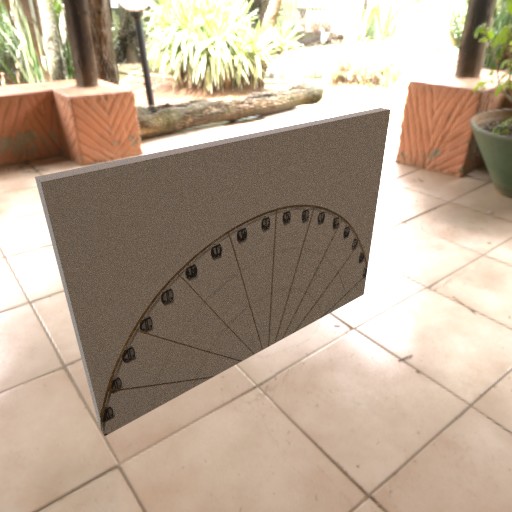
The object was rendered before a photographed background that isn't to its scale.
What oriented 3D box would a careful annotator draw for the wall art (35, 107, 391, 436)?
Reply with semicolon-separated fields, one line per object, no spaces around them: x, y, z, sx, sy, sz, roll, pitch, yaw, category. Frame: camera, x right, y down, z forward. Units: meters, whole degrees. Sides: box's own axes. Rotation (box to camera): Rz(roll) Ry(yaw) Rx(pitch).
0.000;0.000;1.104;0.898;0.601;0.038;-21;36;-33;wall art
